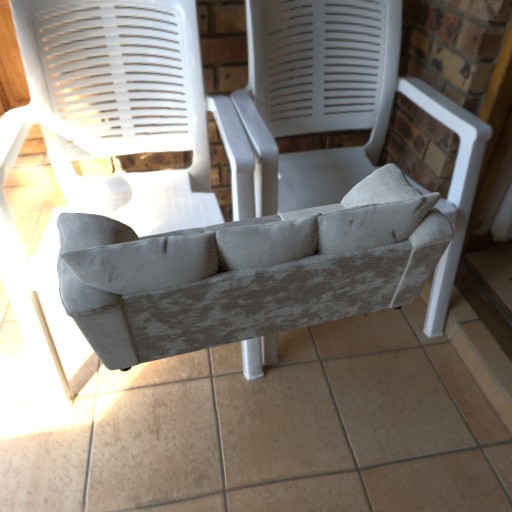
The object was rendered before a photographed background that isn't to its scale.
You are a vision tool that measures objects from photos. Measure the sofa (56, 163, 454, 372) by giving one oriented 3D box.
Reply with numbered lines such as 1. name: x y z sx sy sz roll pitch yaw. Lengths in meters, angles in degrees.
1. sofa: 0.000 0.000 2.914 2.377 0.981 0.893 -11 42 -12
